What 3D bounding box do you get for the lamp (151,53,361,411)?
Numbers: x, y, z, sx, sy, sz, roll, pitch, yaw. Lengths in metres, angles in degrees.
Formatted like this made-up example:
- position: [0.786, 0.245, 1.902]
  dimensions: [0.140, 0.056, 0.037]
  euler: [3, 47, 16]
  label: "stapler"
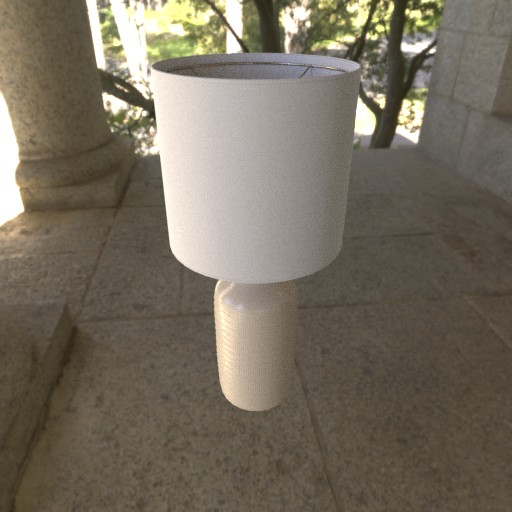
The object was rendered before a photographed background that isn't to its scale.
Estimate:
- position: [0.000, 0.000, 0.592]
  dimensions: [0.220, 0.475, 0.220]
  euler: [-20, 36, -31]
  label: "lamp"
